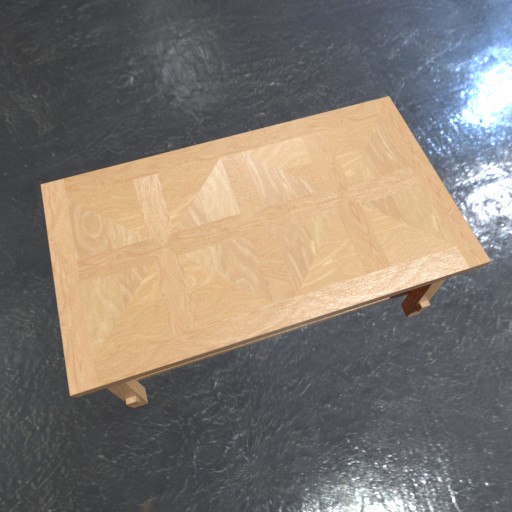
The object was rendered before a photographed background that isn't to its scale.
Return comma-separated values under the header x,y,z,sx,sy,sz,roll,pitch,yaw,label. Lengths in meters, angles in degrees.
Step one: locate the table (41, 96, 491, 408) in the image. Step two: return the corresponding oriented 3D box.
x,y,z,sx,sy,sz,roll,pitch,yaw,label
0.000,0.000,1.635,1.270,0.507,0.711,-16,65,-8,table
